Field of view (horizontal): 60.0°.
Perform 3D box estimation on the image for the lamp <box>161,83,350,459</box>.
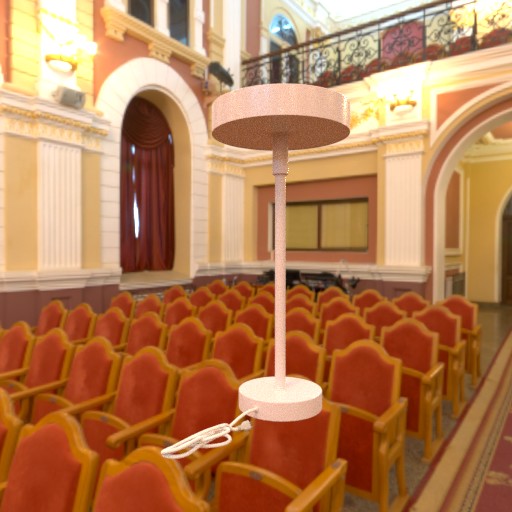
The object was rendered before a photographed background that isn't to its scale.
[{"bbox_3d":[0.000,0.000,0.688,0.229,0.508,0.369,1,1,35],"label":"lamp"}]
